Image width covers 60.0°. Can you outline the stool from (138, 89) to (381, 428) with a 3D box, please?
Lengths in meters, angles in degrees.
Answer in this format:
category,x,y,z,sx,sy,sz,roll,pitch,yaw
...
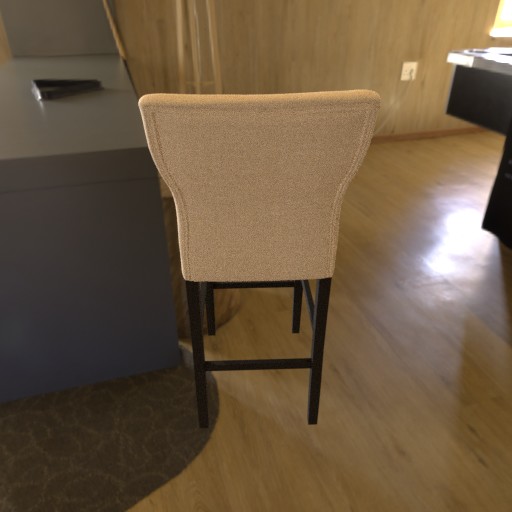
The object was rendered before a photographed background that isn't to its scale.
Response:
category,x,y,z,sx,sy,sz,roll,pitch,yaw
stool,0.000,0.000,1.437,0.516,1.124,0.603,-1,32,-2
